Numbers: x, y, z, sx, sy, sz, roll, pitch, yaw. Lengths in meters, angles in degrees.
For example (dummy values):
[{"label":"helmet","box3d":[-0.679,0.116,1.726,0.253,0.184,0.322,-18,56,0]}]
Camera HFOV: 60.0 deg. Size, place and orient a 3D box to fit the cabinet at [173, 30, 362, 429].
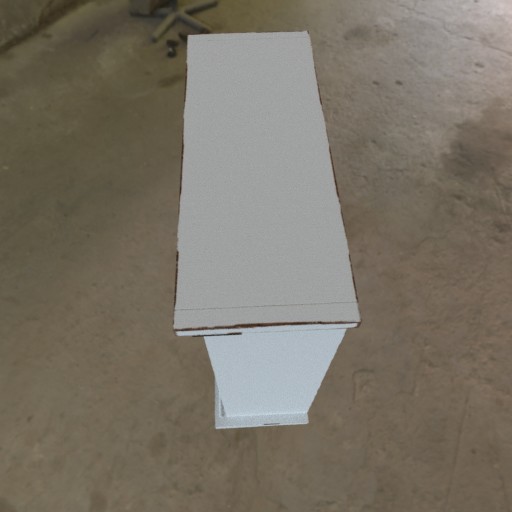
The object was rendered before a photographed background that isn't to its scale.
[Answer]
[{"label":"cabinet","box3d":[0.000,0.000,0.886,0.210,0.603,0.541,-2,59,-1]}]
